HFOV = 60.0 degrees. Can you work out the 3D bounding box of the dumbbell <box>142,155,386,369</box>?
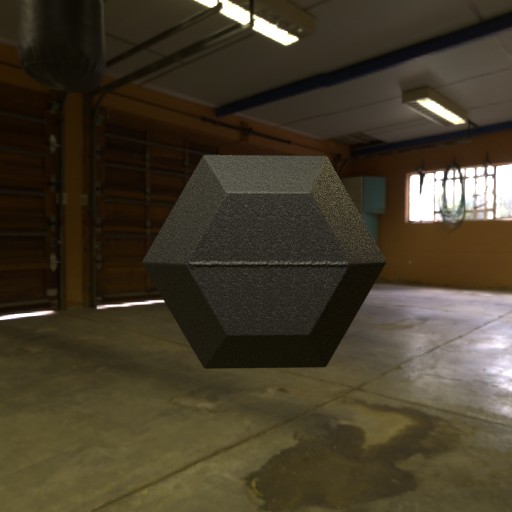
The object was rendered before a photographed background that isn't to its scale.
[{"bbox_3d":[0.000,0.000,0.473,0.173,0.150,0.384,0,2,-2],"label":"dumbbell"}]
